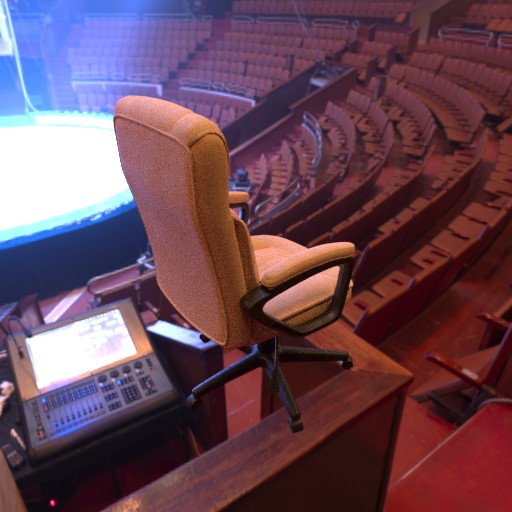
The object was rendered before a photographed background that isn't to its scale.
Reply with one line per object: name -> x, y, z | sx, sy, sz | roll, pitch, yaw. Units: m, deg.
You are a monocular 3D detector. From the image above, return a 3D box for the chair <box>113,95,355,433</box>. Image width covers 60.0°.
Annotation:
chair -> 0.000, 0.000, 1.557 | 0.724, 1.105, 0.667 | -19, 34, -32
